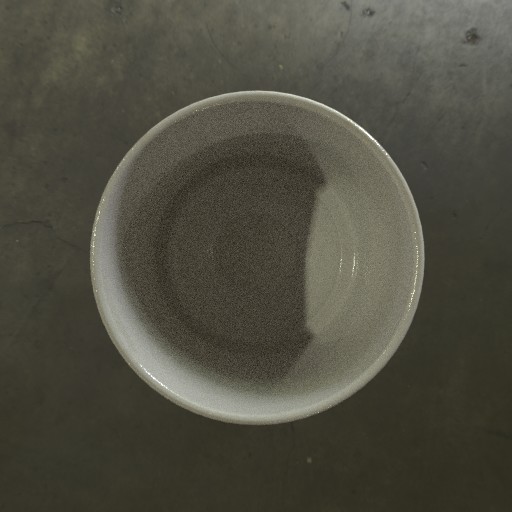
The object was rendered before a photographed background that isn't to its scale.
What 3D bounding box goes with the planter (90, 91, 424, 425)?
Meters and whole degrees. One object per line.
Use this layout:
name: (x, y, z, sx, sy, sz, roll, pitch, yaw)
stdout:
planter: (0.000, 0.000, 0.342, 0.193, 0.177, 0.193, 0, 91, -1)
